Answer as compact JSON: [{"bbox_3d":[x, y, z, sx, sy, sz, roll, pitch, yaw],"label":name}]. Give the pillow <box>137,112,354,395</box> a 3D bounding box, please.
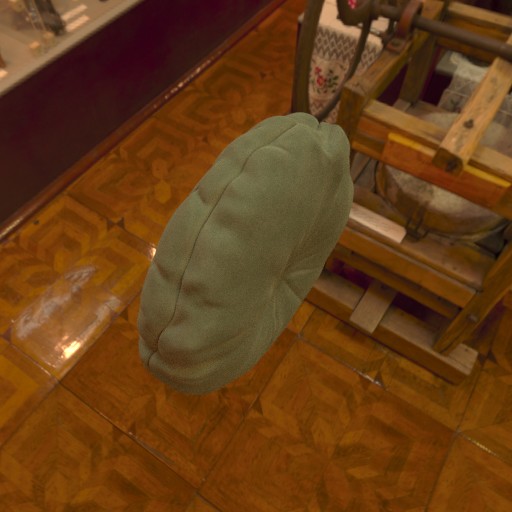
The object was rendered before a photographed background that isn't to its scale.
[{"bbox_3d":[0.000,0.000,0.638,0.148,0.407,0.428,31,63,18],"label":"pillow"}]
